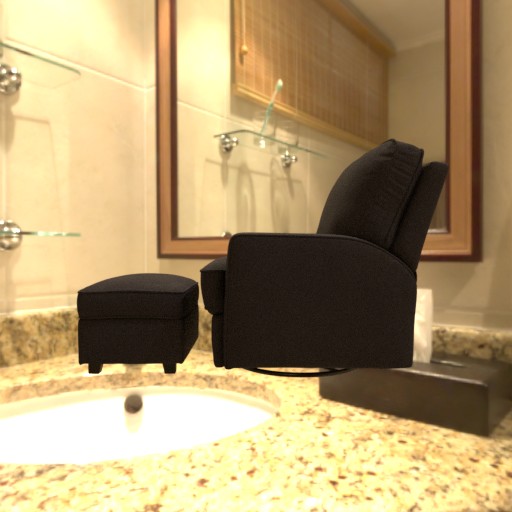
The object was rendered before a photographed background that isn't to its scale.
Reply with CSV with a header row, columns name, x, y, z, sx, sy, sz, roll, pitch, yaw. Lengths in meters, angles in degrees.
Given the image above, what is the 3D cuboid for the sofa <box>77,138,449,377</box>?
name,x,y,z,sx,sy,sz,roll,pitch,yaw
sofa,0.000,0.000,2.054,1.472,0.959,0.861,0,1,-1
